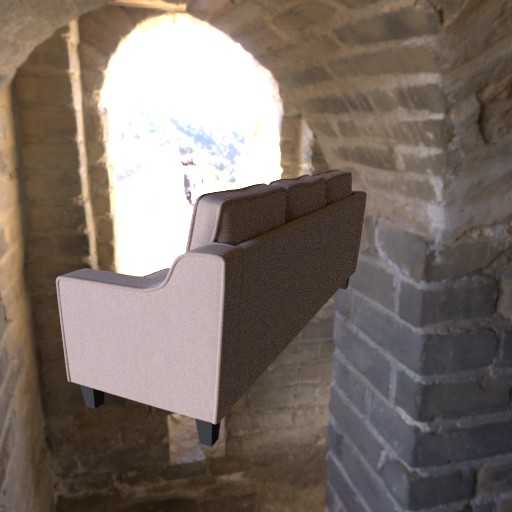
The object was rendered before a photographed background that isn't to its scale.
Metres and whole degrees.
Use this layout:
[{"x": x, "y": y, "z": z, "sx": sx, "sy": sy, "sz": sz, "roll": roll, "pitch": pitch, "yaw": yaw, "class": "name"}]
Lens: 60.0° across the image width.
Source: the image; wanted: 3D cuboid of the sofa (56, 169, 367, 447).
[{"x": 0.000, "y": 0.000, "z": 2.520, "sx": 0.791, "sy": 0.902, "sz": 2.131, "roll": 7, "pitch": 16, "yaw": 24, "class": "sofa"}]
